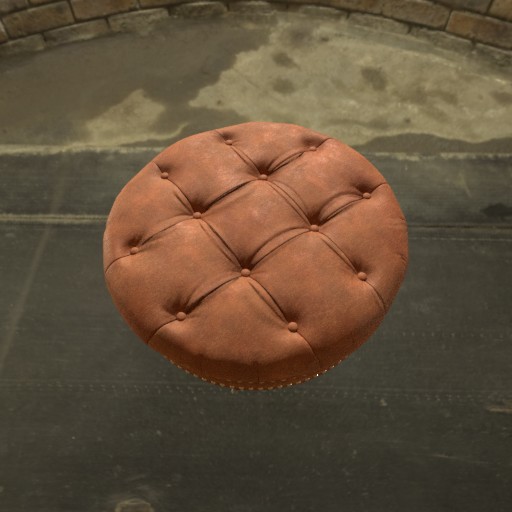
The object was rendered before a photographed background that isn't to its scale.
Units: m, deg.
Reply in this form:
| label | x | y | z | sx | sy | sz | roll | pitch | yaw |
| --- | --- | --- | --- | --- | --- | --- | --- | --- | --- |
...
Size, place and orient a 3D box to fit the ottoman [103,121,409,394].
| label | x | y | z | sx | sy | sz | roll | pitch | yaw |
| --- | --- | --- | --- | --- | --- | --- | --- | --- | --- |
| ottoman | 0.000 | 0.000 | 1.443 | 0.901 | 0.444 | 0.901 | 0 | 58 | 0 |
